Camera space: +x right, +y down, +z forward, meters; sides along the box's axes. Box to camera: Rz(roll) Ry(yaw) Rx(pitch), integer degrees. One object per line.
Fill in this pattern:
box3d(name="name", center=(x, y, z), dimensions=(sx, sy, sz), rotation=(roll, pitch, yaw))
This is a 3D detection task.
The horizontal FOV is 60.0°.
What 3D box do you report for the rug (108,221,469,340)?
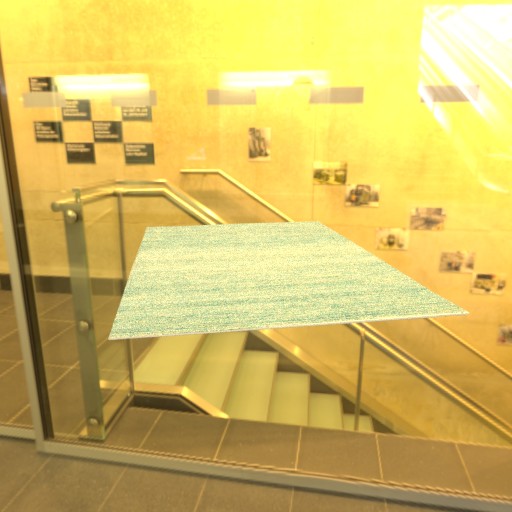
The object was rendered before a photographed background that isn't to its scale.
box3d(name="rug", center=(0.000, 0.000, 2.988), dimensions=(1.593, 0.029, 2.305), rotation=(-2, 15, -9))
